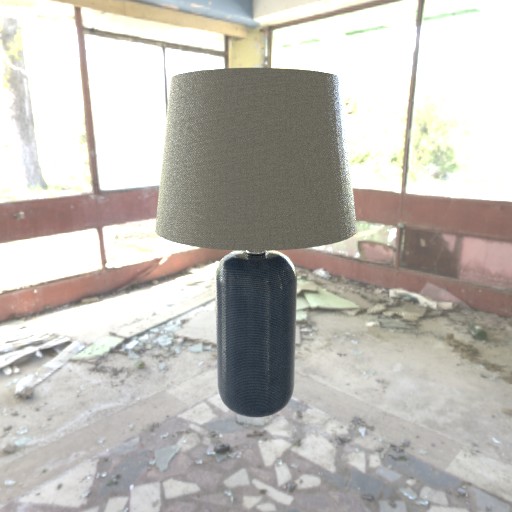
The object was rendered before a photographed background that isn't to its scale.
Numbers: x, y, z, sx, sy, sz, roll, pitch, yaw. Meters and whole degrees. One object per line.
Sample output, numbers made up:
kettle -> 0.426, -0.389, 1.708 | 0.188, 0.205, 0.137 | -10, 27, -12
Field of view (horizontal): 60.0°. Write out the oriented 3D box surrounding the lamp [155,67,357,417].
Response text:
lamp -> 0.000, 0.000, 0.578 | 0.253, 0.428, 0.253 | 0, 15, 0
